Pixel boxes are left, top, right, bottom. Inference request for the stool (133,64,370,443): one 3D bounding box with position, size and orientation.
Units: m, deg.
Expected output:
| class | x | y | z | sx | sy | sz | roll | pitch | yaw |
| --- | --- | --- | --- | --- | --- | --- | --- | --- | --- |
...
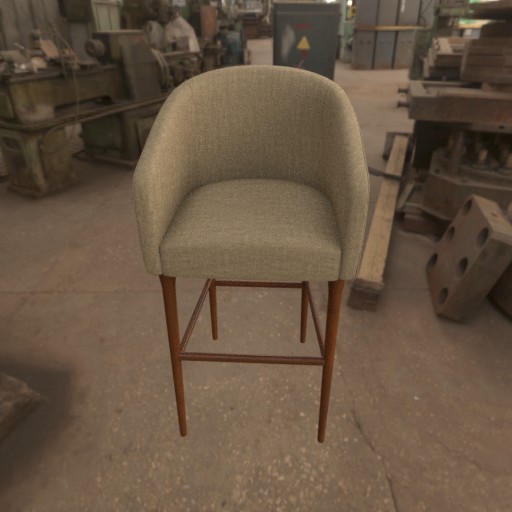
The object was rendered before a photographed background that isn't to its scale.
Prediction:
| class | x | y | z | sx | sy | sz | roll | pitch | yaw |
| --- | --- | --- | --- | --- | --- | --- | --- | --- | --- |
| stool | 0.000 | 0.000 | 1.431 | 0.559 | 1.078 | 0.607 | 1 | 29 | 3 |
